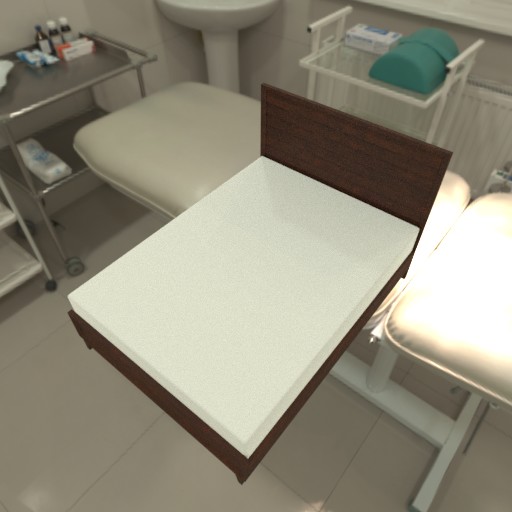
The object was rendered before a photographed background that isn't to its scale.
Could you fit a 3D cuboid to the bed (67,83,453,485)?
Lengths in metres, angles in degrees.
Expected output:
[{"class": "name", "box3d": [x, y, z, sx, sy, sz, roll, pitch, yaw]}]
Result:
[{"class": "bed", "box3d": [0.000, 0.000, 3.163, 1.600, 1.270, 2.184, 30, 54, 26]}]
